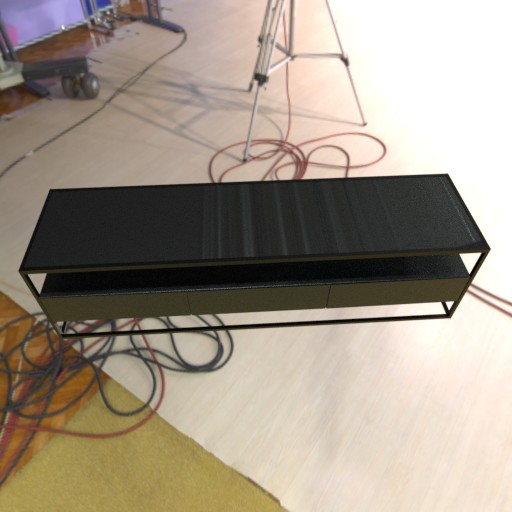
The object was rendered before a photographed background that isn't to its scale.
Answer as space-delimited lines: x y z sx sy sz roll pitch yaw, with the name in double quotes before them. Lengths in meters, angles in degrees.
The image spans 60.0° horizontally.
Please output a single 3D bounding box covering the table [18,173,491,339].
"table" 0.000 0.000 1.666 1.486 0.395 0.399 -3 48 -2
